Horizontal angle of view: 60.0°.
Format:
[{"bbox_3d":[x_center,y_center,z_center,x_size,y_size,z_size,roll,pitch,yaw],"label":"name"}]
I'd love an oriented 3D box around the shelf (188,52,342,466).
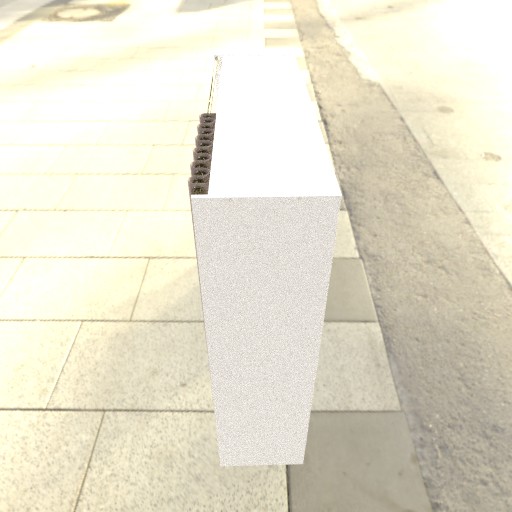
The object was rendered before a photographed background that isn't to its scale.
[{"bbox_3d":[0.000,0.000,2.595,0.500,1.820,1.600,-1,40,-1],"label":"shelf"}]
